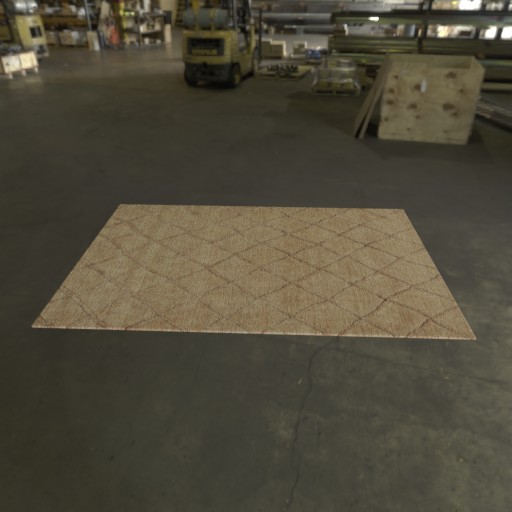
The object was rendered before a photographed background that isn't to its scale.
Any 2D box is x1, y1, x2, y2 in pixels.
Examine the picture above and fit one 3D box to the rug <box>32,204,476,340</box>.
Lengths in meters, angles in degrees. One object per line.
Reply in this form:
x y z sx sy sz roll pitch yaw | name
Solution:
0.000 0.000 2.935 2.292 0.014 1.528 1 31 2 | rug
